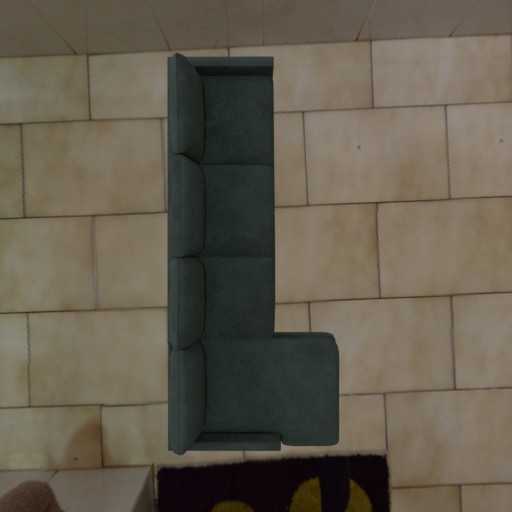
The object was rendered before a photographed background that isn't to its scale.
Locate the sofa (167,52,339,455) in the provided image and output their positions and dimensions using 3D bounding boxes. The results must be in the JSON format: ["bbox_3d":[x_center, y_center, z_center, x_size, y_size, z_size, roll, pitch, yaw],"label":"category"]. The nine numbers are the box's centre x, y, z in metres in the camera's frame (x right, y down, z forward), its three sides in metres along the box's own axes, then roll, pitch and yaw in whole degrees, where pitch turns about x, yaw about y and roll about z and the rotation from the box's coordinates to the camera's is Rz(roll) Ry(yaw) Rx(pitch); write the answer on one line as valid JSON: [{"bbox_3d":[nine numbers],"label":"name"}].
[{"bbox_3d":[0.000,0.000,3.990,1.500,0.967,3.400,0,90,0],"label":"sofa"}]
